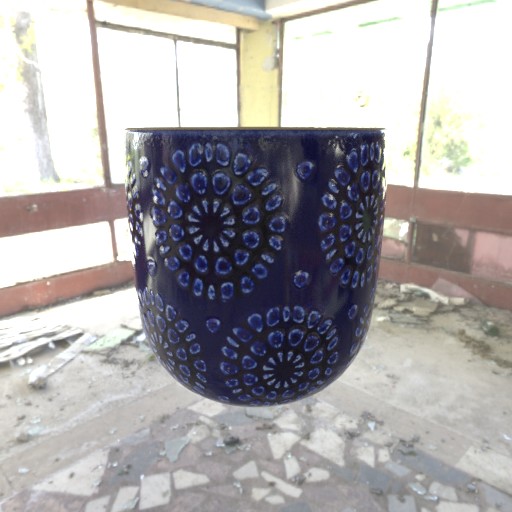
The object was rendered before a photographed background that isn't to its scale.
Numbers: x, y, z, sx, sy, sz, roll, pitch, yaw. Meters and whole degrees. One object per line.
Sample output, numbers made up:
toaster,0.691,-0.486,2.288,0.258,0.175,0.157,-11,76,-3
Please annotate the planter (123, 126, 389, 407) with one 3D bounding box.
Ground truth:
planter,0.000,0.000,0.201,0.109,0.112,0.109,0,16,0
